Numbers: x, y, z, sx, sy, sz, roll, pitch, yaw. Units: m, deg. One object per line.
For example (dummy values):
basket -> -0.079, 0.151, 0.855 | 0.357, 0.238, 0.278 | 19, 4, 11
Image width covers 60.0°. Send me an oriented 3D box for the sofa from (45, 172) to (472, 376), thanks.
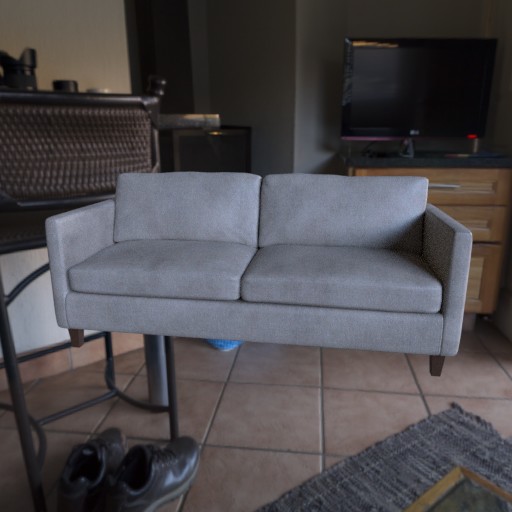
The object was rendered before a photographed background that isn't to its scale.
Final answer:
sofa -> 0.000, 0.000, 2.708 | 2.208, 0.965, 0.951 | 2, 15, 9
